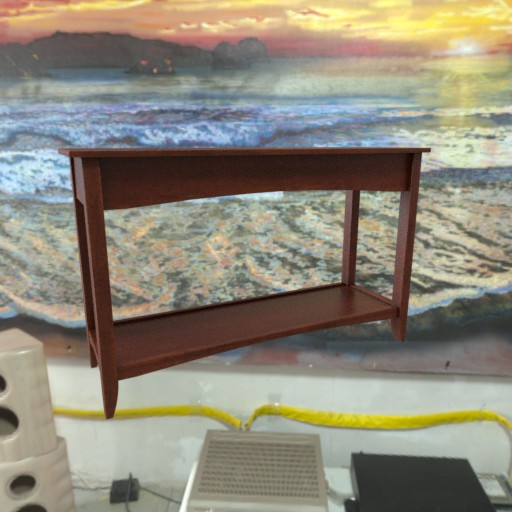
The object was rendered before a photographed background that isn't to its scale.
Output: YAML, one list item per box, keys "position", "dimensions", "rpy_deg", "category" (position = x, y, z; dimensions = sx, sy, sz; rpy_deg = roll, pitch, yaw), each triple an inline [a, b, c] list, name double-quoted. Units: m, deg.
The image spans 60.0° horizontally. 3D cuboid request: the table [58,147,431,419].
- position: [0.000, 0.000, 1.563]
  dimensions: [1.188, 0.739, 0.392]
  rpy_deg: [-7, 16, -26]
  category: "table"
